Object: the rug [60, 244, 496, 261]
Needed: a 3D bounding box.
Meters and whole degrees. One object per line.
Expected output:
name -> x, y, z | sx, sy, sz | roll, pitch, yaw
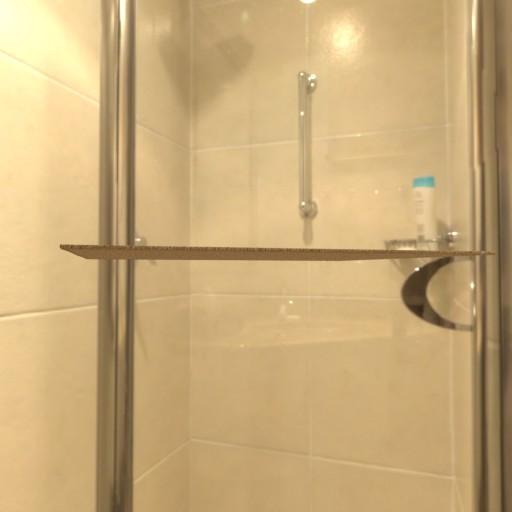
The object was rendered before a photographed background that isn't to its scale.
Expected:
rug -> 0.000, 0.000, 3.990 | 3.000, 0.026, 2.400 | 1, -2, -18
